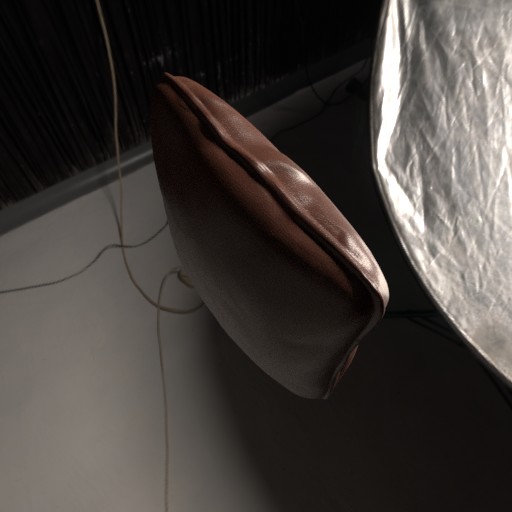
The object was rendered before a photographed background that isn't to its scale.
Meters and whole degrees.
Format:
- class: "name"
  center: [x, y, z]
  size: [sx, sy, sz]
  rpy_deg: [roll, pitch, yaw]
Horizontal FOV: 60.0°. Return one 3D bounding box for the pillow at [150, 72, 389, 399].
- class: "pillow"
  center: [0.000, 0.000, 0.833]
  size: [0.236, 0.523, 0.532]
  rpy_deg: [-32, 64, -18]
